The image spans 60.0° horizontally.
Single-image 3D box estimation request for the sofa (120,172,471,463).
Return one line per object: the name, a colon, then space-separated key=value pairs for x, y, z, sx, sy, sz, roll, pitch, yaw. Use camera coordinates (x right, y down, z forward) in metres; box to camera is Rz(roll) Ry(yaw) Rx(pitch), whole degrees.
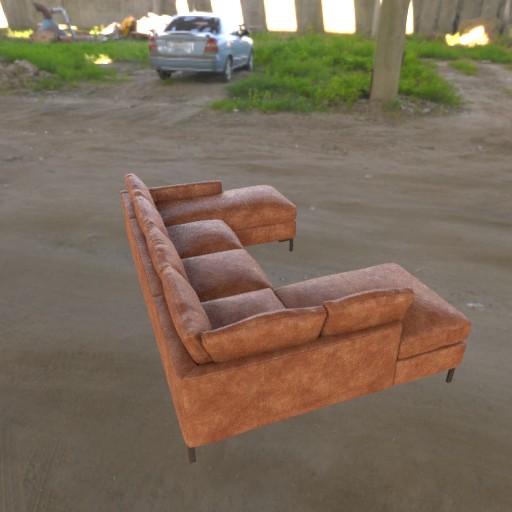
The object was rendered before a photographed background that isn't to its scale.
sofa: x=0.000 y=0.000 z=3.821 sx=1.939 sy=0.900 sz=2.956 roll=-10 pitch=30 yaw=-18
